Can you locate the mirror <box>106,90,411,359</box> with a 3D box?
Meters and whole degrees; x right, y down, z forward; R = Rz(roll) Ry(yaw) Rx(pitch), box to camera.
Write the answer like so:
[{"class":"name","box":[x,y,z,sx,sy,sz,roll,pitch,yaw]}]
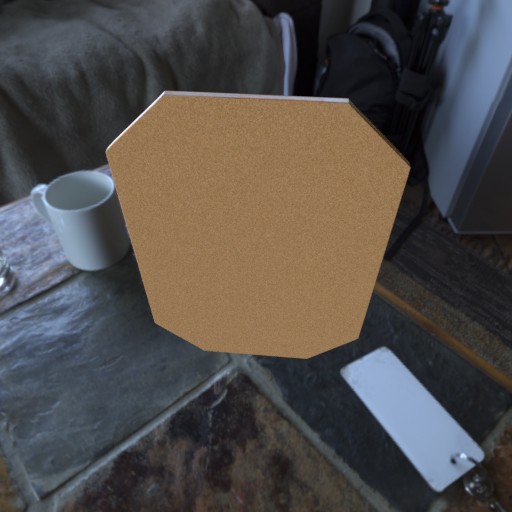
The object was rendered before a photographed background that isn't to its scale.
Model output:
[{"class":"mirror","box":[0.000,0.000,1.308,0.709,1.015,0.061,4,47,4]}]
